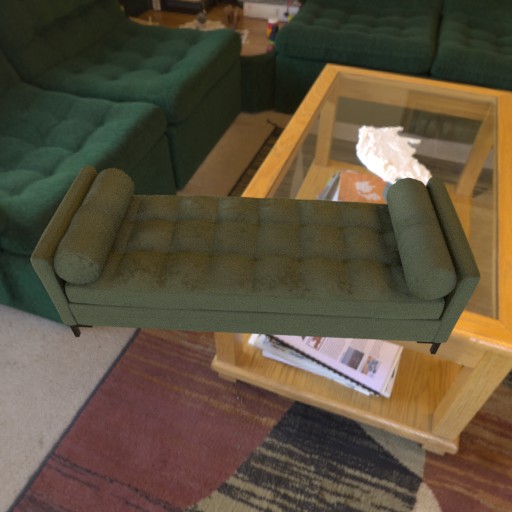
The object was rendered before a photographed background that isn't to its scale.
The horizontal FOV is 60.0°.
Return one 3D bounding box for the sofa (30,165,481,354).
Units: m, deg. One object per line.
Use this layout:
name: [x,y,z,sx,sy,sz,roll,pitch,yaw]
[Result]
sofa: [0.000,0.000,2.534,2.130,0.681,0.817,2,46,2]
